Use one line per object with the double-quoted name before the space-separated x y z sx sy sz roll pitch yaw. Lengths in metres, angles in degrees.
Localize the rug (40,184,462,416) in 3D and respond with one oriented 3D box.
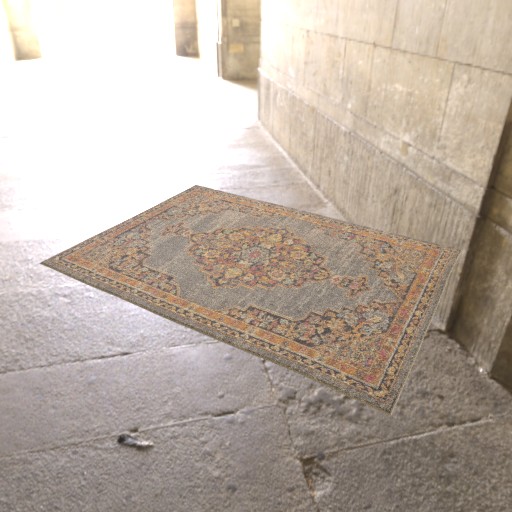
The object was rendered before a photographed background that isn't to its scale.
"rug" 0.000 0.000 3.911 3.063 0.024 2.158 17 35 27
